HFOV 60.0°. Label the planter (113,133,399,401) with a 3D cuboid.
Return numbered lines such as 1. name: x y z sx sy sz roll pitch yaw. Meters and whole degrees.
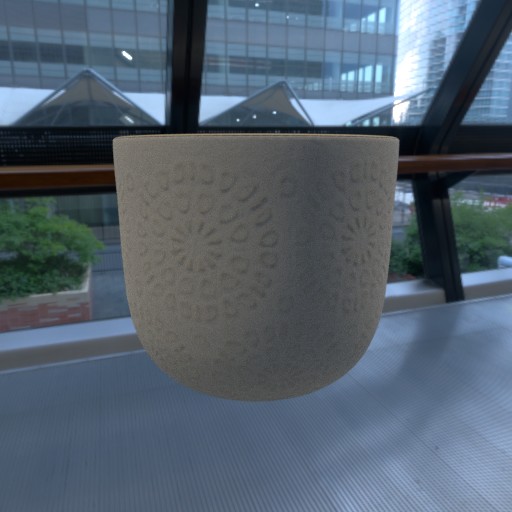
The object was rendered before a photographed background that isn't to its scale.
1. planter: 0.000 0.000 0.214 0.124 0.109 0.124 0 13 0
